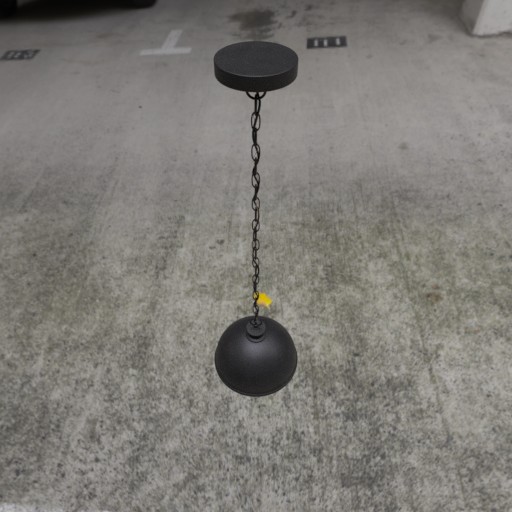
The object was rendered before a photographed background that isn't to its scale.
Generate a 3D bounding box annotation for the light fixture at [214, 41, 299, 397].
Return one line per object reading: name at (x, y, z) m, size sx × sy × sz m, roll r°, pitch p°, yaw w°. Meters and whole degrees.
light fixture at (0.000, 0.000, 1.232) m, size 0.304 × 1.090 × 0.304 m, roll 3°, pitch 47°, yaw 3°
